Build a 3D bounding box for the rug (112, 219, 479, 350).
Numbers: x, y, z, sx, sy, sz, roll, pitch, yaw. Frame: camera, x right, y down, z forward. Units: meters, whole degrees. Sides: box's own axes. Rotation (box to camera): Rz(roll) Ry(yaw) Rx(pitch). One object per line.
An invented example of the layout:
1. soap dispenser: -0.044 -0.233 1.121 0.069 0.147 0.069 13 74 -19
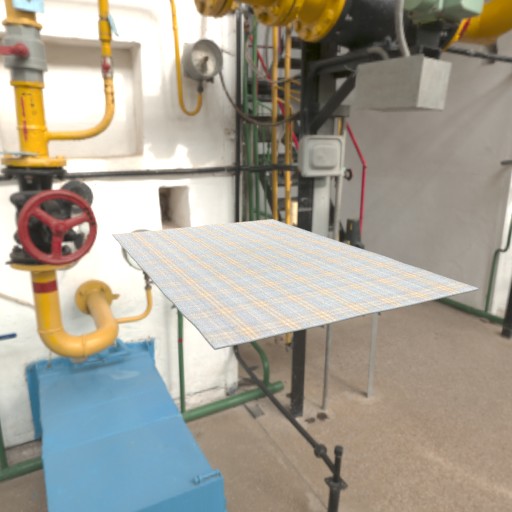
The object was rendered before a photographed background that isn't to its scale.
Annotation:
1. rug: 0.000 0.000 2.426 1.231 0.012 1.835 -8 17 -26
